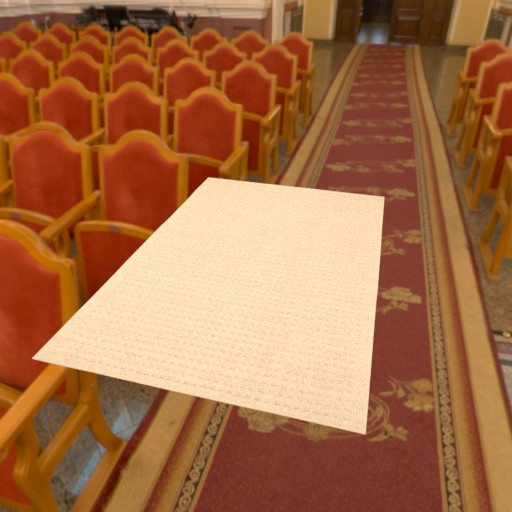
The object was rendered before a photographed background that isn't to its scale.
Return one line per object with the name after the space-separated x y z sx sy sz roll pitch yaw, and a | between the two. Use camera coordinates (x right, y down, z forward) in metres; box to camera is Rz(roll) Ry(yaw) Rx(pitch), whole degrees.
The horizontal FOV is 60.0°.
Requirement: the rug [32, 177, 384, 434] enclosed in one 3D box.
0.000 0.000 2.820 1.523 0.006 2.289 8 33 13 | rug
